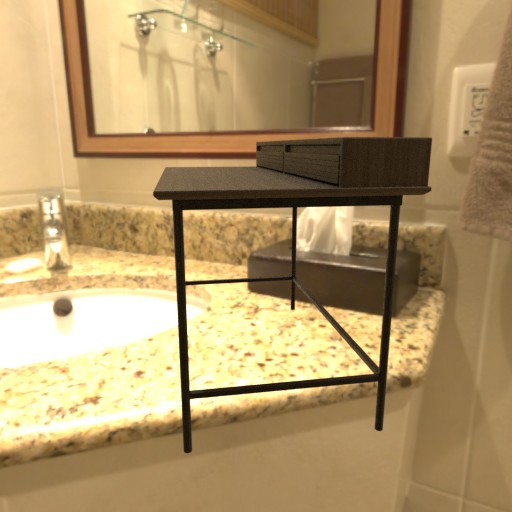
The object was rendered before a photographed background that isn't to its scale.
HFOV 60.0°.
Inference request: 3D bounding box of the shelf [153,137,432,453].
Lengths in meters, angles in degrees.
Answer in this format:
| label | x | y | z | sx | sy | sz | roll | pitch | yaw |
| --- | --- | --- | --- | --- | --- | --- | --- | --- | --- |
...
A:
| label | x | y | z | sx | sy | sz | roll | pitch | yaw |
| --- | --- | --- | --- | --- | --- | --- | --- | --- | --- |
| shelf | 0.000 | 0.000 | 1.713 | 0.685 | 0.865 | 1.212 | -2 | 14 | -10 |
